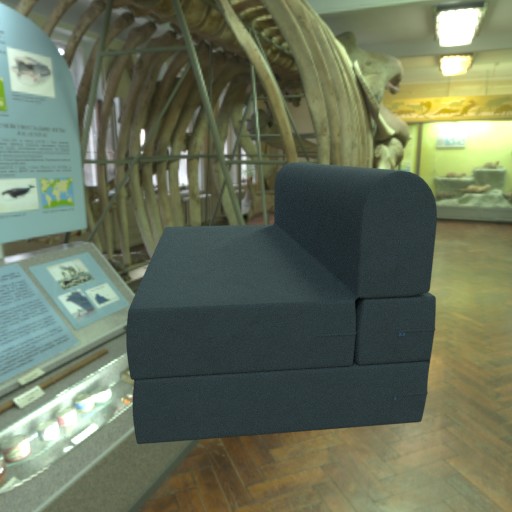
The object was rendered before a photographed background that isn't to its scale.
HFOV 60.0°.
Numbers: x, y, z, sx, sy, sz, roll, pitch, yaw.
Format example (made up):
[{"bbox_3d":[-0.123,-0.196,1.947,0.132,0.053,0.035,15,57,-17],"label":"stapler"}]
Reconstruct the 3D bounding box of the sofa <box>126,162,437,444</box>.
[{"bbox_3d":[0.000,0.000,1.640,0.762,0.660,1.219,-2,13,-7],"label":"sofa"}]
